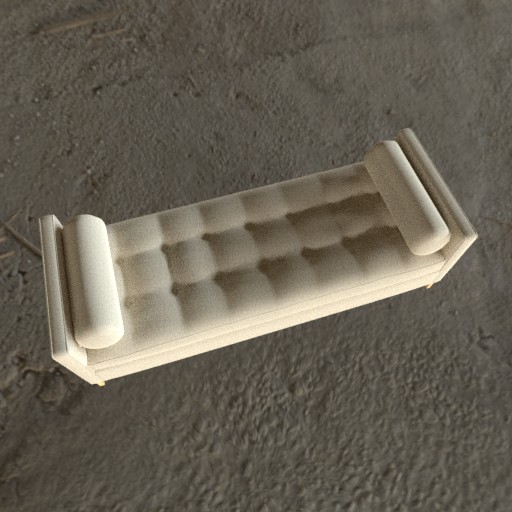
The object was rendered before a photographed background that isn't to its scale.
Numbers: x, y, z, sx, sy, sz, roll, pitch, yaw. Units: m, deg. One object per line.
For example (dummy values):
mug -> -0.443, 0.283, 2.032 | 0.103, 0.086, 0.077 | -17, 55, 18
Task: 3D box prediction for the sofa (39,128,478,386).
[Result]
sofa -> 0.000, 0.000, 2.368 | 1.985, 0.641, 0.746 | -15, 63, -8
